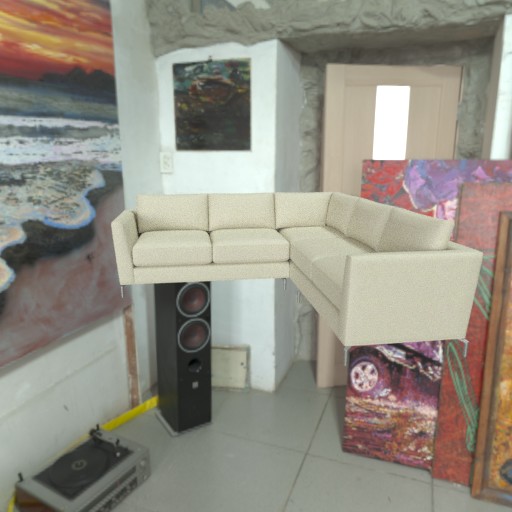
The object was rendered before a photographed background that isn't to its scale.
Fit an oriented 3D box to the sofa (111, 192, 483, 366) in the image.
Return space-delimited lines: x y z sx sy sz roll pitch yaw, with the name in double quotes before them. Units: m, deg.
"sofa" 0.000 0.000 3.704 2.430 0.867 2.448 -2 13 -8
